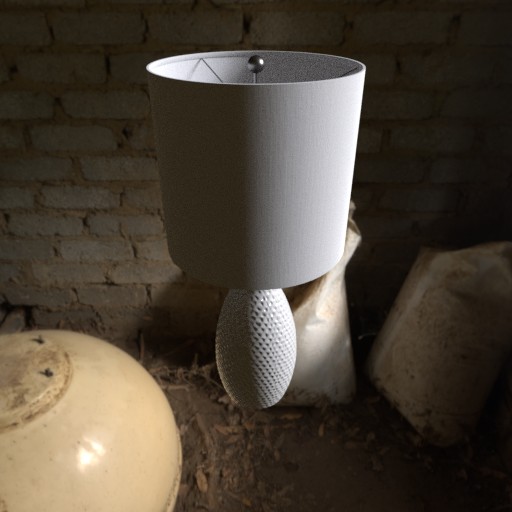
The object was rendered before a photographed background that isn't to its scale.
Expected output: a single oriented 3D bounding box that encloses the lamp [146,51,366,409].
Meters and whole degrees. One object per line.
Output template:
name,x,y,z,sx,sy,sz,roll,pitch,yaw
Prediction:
lamp,0.000,0.000,0.560,0.214,0.466,0.214,-21,37,-31
